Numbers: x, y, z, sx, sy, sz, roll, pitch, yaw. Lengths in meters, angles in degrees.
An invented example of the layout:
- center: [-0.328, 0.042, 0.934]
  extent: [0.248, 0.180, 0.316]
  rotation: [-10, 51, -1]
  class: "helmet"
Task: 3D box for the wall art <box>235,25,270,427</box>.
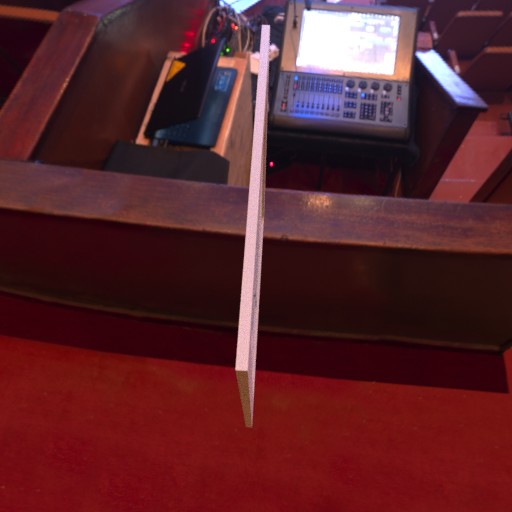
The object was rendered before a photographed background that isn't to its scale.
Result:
- center: [0.000, 0.000, 0.867]
  extent: [0.015, 0.577, 0.572]
  rotation: [3, 63, 1]
  class: "wall art"
